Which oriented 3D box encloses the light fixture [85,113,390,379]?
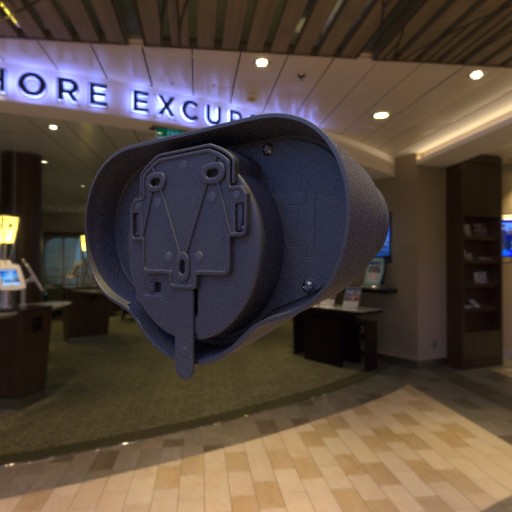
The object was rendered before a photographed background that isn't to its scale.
[{"bbox_3d":[0.000,0.000,0.347,0.229,0.159,0.159,0,-1,37],"label":"light fixture"}]
